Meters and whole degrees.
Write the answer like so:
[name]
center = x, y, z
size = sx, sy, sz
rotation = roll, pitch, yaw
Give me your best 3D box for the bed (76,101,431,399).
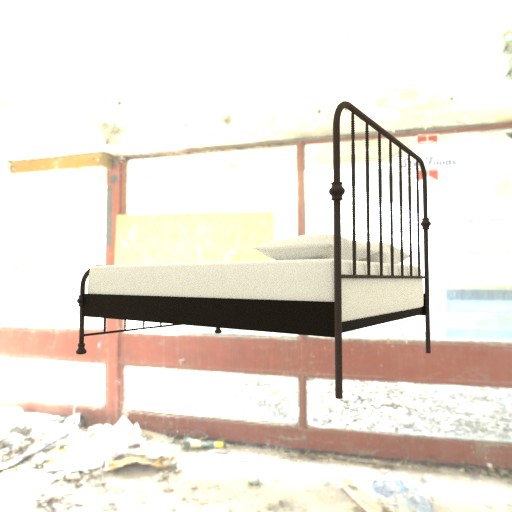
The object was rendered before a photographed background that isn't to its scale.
[bed]
center = 0.000, 0.000, 3.318
size = 2.134, 1.446, 1.616
rotation = -2, -4, 36
